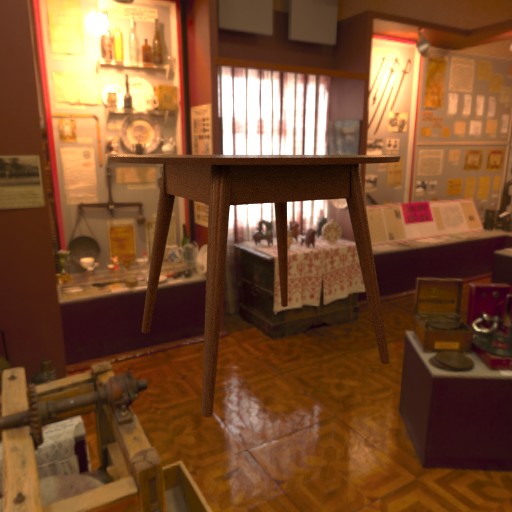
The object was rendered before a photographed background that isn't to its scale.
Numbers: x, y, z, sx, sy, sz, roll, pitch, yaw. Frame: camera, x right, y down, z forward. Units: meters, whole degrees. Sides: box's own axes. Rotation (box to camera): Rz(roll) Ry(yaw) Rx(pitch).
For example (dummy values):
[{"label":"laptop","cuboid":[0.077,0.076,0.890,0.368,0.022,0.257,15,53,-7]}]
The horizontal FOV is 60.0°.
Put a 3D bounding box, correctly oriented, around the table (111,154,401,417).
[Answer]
[{"label":"table","cuboid":[0.000,0.000,1.781,1.053,0.786,1.053,0,13,0]}]
